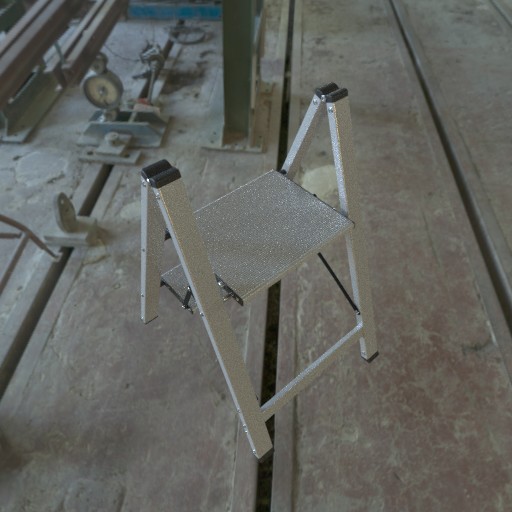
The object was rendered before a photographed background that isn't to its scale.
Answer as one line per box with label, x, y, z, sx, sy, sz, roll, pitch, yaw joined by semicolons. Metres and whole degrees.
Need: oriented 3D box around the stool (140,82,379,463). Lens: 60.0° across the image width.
stool;0.000;0.000;1.010;0.440;0.670;0.535;-33;55;-26
